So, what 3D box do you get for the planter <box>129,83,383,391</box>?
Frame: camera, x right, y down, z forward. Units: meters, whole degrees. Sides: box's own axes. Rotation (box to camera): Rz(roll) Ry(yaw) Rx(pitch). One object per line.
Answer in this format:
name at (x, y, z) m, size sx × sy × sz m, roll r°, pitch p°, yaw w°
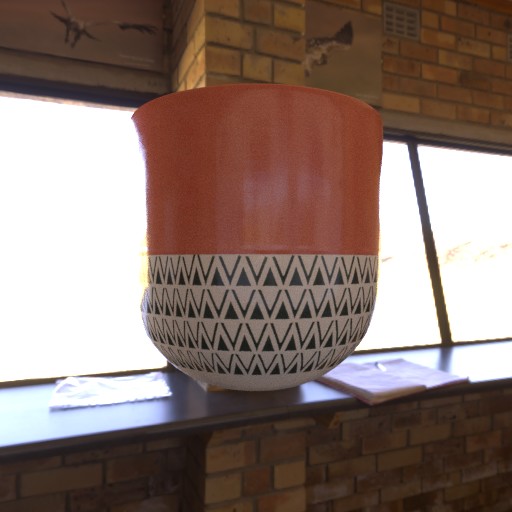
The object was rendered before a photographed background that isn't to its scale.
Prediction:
planter at (0.000, 0.000, 0.480) m, size 0.266 × 0.270 × 0.266 m, roll 0°, pitch -1°, yaw 0°
